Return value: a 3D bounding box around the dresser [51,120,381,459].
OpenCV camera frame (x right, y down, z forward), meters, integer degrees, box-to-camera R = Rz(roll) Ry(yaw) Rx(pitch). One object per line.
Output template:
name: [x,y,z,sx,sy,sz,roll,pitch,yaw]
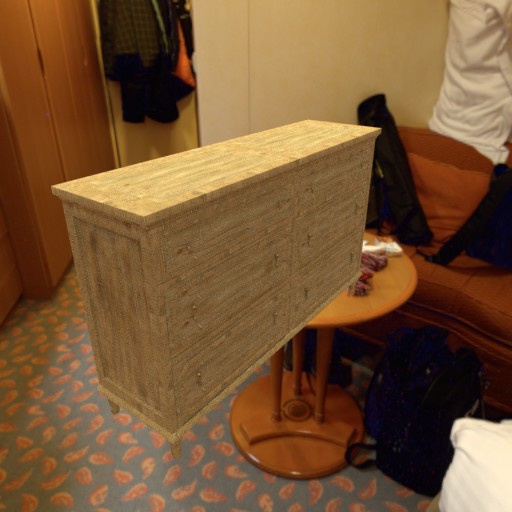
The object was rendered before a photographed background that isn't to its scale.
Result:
dresser: [0.000,0.000,2.134,0.457,1.016,1.626,18,32,33]
